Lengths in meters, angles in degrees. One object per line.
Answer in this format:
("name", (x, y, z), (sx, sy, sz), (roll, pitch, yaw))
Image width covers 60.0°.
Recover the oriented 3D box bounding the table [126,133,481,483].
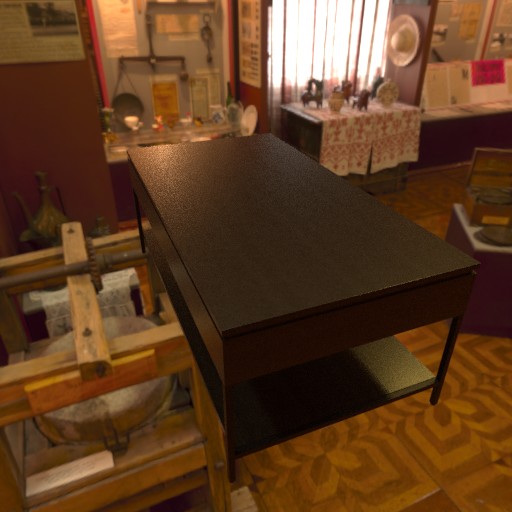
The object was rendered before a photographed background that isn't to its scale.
("table", (0.000, 0.000, 1.385), (0.574, 0.435, 1.095), (-12, 33, -19))
